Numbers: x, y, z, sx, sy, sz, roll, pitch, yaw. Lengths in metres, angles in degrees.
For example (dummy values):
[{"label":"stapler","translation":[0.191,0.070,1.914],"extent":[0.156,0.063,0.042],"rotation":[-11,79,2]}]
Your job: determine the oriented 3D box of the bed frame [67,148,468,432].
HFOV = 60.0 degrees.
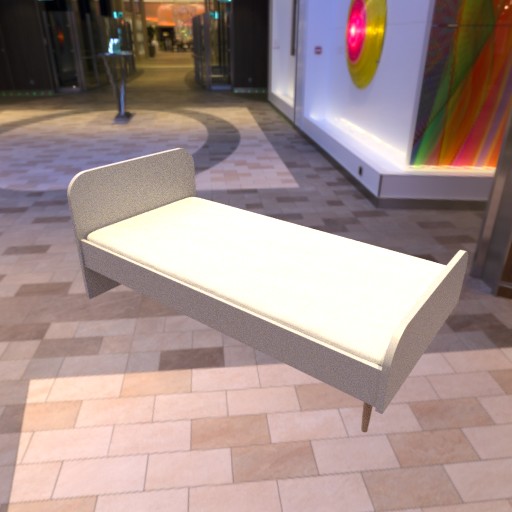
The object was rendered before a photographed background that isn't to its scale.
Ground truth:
[{"label":"bed frame","translation":[0.000,0.000,2.478],"extent":[1.963,0.805,0.998],"rotation":[19,32,33]}]
